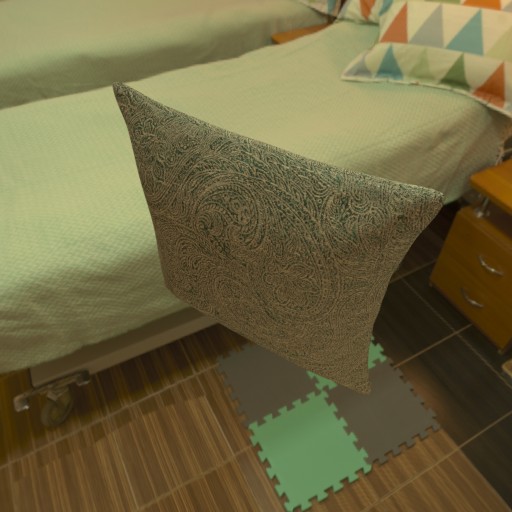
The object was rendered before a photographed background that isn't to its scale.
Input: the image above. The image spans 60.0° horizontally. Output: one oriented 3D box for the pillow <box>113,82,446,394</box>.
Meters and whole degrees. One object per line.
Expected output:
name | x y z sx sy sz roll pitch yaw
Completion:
pillow | 0.000 0.000 0.786 0.526 0.507 0.166 25 52 22
